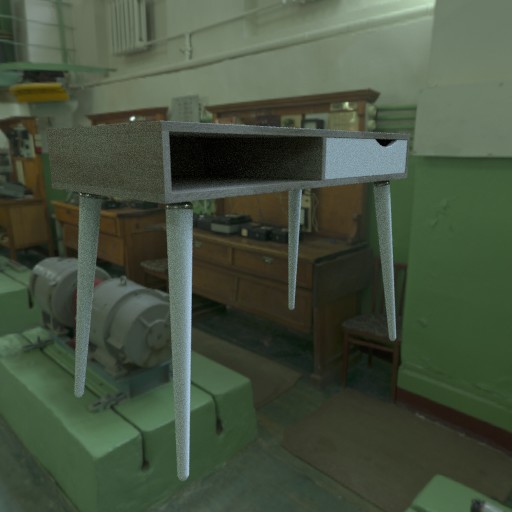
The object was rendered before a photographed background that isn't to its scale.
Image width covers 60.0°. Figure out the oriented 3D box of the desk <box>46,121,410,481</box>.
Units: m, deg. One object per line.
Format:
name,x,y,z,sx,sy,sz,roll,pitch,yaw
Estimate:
desk,0.000,0.000,1.343,0.491,0.723,0.979,12,18,41
